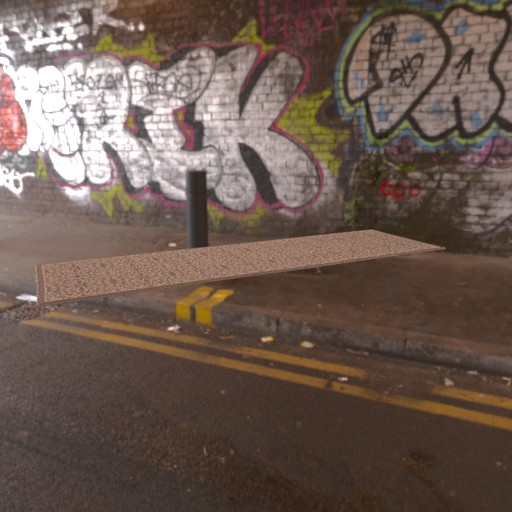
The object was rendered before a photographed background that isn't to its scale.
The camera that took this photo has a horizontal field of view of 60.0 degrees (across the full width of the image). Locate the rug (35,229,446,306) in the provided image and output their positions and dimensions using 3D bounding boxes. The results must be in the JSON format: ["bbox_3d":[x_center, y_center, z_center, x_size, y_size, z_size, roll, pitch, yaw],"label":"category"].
[{"bbox_3d":[0.000,0.000,2.454,2.196,0.011,0.662,-7,16,-25],"label":"rug"}]
